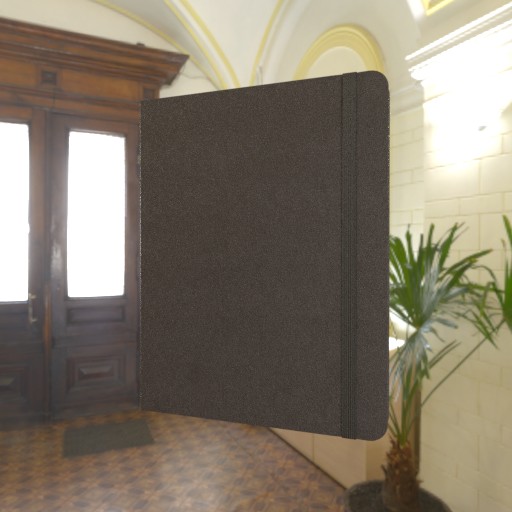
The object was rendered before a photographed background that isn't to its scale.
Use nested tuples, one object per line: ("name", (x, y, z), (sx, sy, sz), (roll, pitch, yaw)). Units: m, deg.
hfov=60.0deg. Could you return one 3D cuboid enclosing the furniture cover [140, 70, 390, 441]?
("furniture cover", (0.000, 0.000, 0.376), (0.216, 0.281, 0.023), (0, 1, 19))
